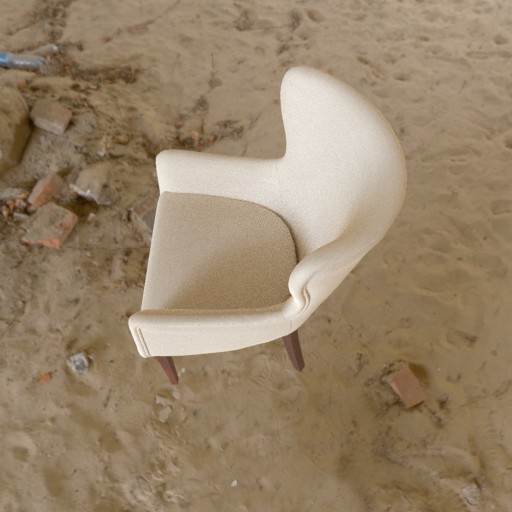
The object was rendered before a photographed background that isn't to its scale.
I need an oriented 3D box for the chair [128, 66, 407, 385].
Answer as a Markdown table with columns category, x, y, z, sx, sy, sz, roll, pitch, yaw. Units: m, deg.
| category | x | y | z | sx | sy | sz | roll | pitch | yaw |
| --- | --- | --- | --- | --- | --- | --- | --- | --- | --- |
| chair | 0.000 | 0.000 | 1.497 | 0.744 | 0.990 | 0.696 | 0 | 58 | 0 |
